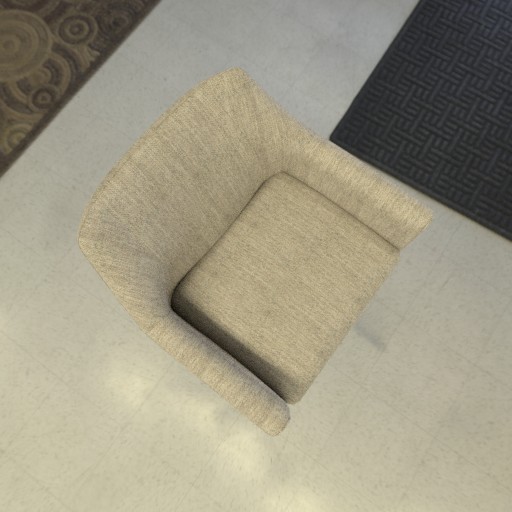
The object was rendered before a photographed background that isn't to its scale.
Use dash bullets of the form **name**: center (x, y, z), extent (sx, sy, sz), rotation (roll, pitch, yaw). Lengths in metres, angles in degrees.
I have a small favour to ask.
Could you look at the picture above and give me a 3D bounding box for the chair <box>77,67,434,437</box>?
- **chair**: center (0.000, 0.000, 1.439), extent (0.758, 0.761, 0.796), rotation (37, 78, 9)
